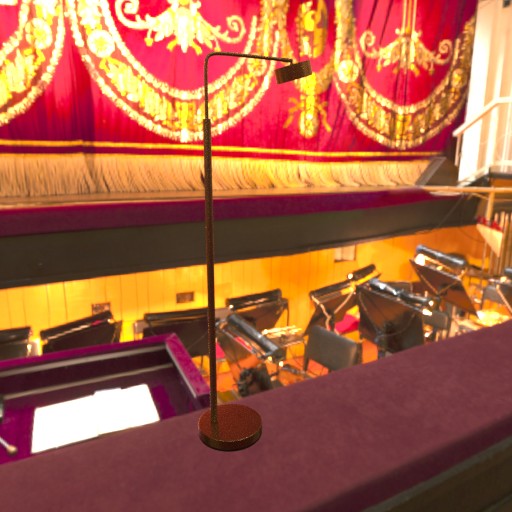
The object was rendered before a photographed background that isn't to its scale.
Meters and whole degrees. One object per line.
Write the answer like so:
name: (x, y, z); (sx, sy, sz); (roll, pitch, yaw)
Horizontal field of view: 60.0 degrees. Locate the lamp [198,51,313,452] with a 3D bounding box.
lamp: (0.000, 0.000, 1.444); (0.418, 1.230, 0.219); (-7, 15, -26)
